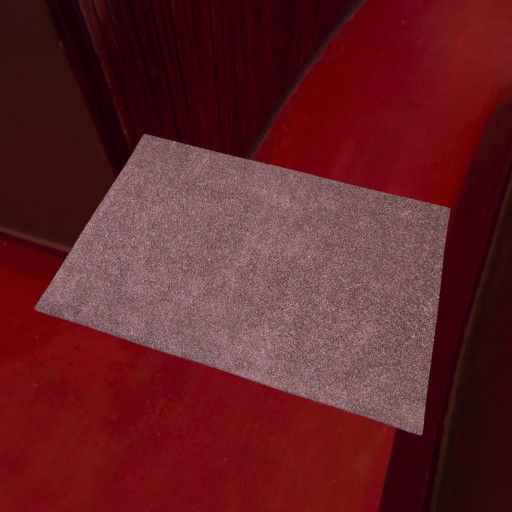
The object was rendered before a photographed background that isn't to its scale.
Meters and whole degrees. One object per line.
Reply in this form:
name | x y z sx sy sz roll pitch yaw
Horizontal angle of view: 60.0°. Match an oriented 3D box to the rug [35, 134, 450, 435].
rug | 0.000 0.000 3.345 2.699 0.026 1.802 16 60 9
